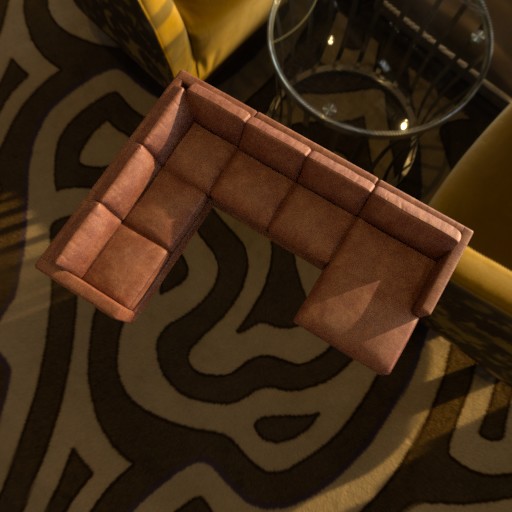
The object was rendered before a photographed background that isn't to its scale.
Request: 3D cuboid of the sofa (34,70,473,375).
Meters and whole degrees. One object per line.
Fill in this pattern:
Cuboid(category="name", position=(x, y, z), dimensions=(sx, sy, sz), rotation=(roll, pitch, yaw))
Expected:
Cuboid(category="sofa", position=(0.000, 0.000, 4.410), dimensions=(3.324, 0.888, 2.452), rotation=(31, 79, 7))
